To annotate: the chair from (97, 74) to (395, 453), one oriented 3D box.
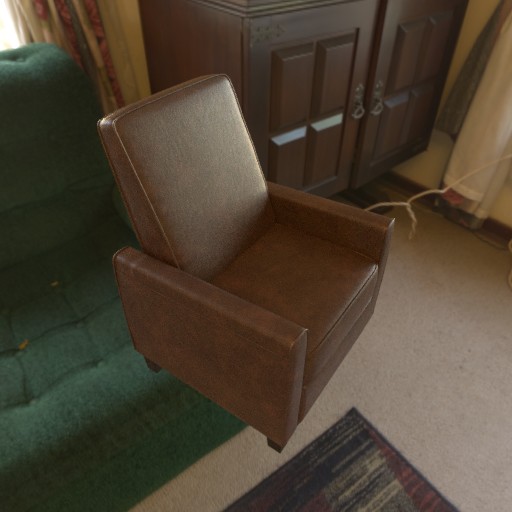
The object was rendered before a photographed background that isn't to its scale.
[{"bbox_3d":[0.000,0.000,1.536,0.746,1.013,0.705,24,45,26],"label":"chair"}]
